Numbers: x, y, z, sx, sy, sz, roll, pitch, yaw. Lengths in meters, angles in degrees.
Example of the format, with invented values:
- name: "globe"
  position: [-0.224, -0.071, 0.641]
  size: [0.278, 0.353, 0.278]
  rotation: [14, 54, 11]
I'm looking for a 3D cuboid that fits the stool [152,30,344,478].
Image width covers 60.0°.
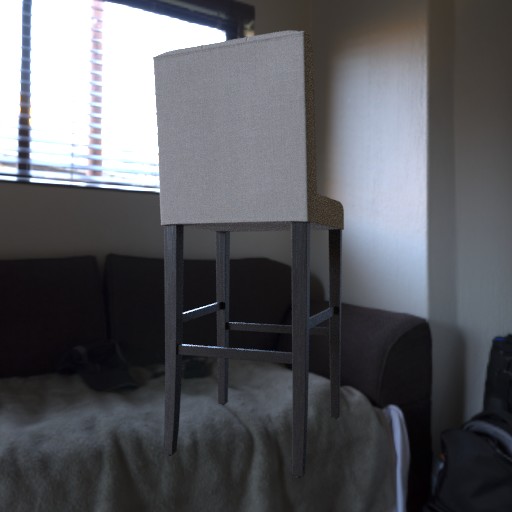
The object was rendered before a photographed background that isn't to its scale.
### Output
- name: "stool"
  position: [0.000, 0.000, 1.377]
  size: [0.474, 1.116, 0.509]
  rotation: [0, 0, 19]
